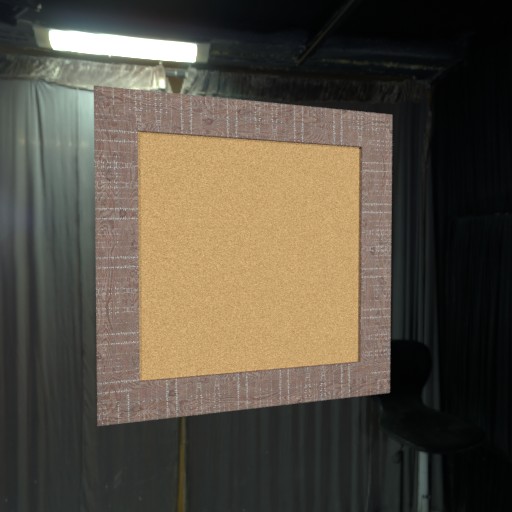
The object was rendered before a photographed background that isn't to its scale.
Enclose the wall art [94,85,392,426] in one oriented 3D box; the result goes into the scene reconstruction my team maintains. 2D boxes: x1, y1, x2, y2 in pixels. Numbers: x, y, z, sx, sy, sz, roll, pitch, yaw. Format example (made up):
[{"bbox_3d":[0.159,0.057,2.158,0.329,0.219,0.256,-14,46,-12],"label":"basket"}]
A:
[{"bbox_3d":[0.000,0.000,0.782,0.531,0.531,0.029,-1,2,-17],"label":"wall art"}]
